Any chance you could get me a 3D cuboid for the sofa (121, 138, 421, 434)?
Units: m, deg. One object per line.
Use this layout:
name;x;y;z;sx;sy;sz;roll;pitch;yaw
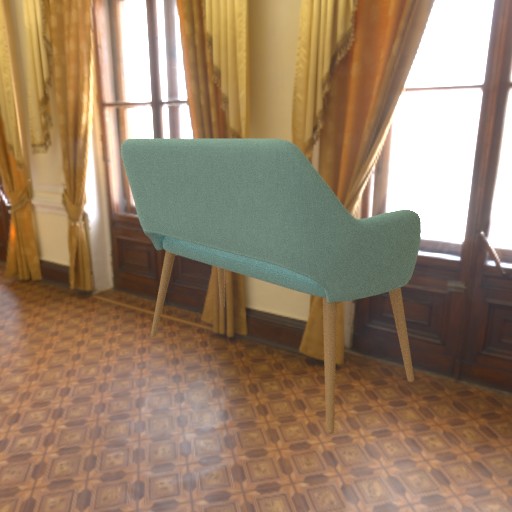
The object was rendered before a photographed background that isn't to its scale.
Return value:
sofa;0.000;0.000;1.637;1.150;0.840;0.610;14;21;43
